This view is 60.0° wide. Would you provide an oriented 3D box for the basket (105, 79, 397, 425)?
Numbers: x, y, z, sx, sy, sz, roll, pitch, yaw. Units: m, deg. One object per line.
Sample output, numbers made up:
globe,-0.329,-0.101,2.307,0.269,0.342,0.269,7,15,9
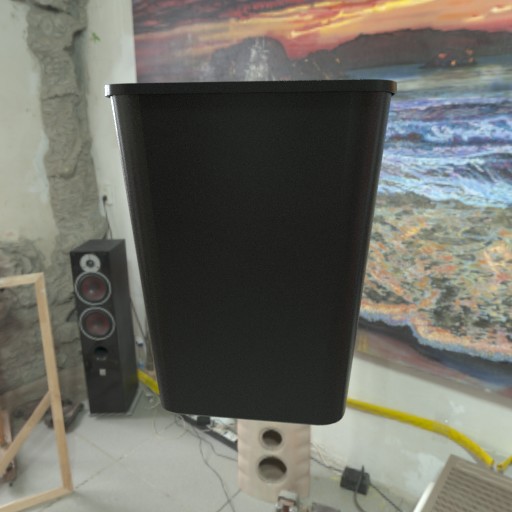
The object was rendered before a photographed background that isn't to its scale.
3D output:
basket,0.000,0.000,0.750,0.394,0.521,0.287,2,15,7
